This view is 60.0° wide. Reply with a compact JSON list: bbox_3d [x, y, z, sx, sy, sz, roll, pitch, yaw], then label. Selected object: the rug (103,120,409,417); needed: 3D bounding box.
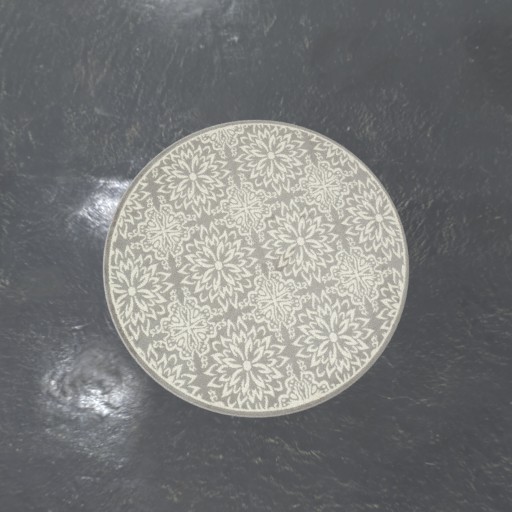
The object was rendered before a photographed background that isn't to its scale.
[{"bbox_3d":[0.000,0.000,2.313,1.593,0.012,1.593,0,76,0],"label":"rug"}]
